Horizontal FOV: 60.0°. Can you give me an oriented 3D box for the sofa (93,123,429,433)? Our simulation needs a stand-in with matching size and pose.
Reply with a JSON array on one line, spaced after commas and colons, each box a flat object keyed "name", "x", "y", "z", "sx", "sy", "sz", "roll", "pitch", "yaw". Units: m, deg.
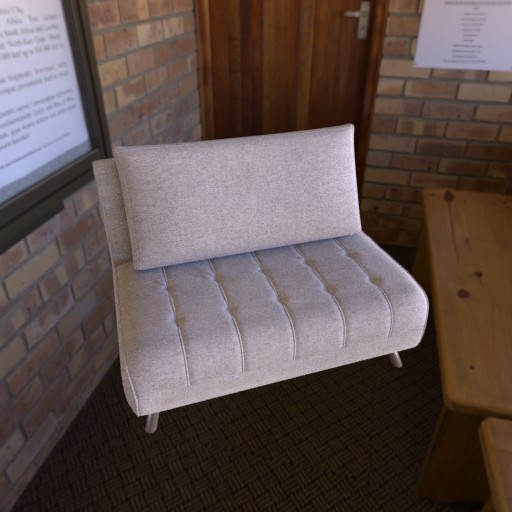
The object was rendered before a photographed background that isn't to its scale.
[{"name": "sofa", "x": 0.000, "y": 0.000, "z": 1.909, "sx": 1.220, "sy": 0.910, "sz": 0.910, "roll": -10, "pitch": 34, "yaw": -15}]
